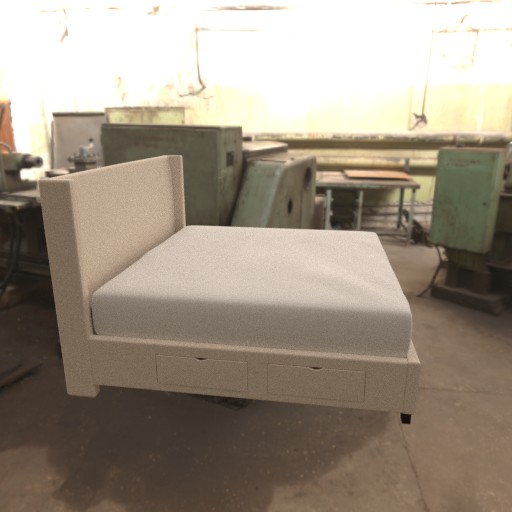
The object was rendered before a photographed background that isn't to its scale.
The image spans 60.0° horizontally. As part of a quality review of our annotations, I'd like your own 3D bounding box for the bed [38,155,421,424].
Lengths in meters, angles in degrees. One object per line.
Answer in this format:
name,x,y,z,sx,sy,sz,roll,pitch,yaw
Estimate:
bed,0.000,0.000,3.663,2.293,1.471,2.145,3,17,8
